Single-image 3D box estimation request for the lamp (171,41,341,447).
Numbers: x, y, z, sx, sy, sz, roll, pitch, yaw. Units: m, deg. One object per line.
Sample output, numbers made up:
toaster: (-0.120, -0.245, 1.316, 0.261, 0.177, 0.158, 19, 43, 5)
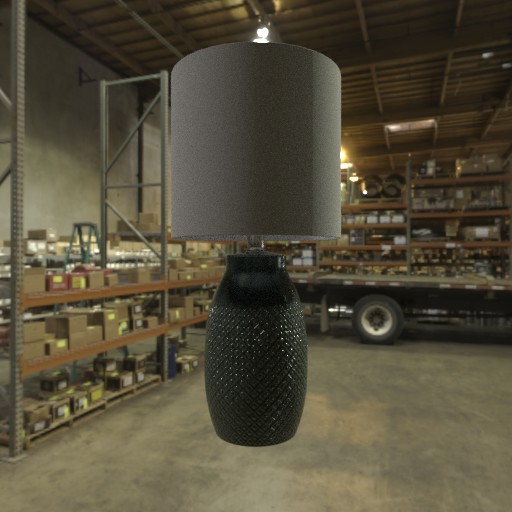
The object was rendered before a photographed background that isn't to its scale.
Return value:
lamp: (0.000, 0.000, 0.576, 0.217, 0.453, 0.217, 0, 0, 19)
